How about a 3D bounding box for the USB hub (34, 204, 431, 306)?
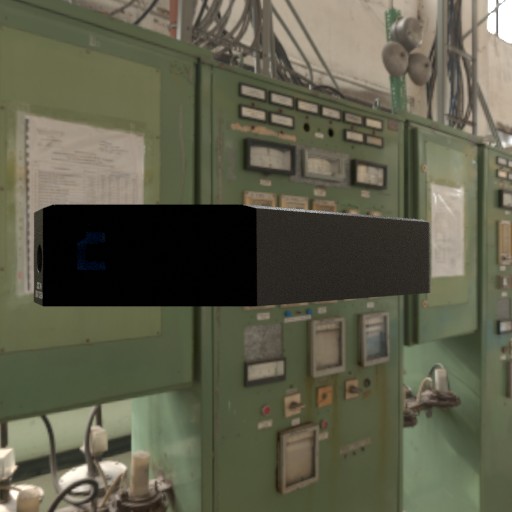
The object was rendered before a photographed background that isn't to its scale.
[{"bbox_3d":[0.000,0.000,0.127,0.110,0.023,0.044,0,0,-36],"label":"USB hub"}]
